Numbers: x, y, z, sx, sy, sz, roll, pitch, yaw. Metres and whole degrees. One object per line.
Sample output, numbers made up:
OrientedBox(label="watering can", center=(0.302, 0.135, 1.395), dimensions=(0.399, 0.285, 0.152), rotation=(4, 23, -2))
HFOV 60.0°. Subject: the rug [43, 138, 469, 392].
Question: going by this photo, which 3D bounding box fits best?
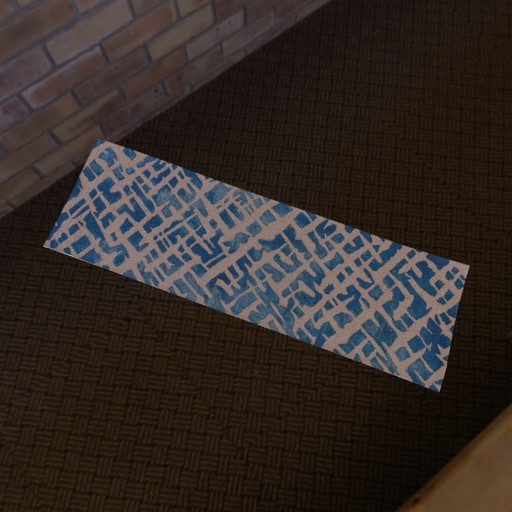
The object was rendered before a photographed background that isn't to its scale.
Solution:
OrientedBox(label="rug", center=(0.000, 0.000, 2.653), dimensions=(2.446, 0.011, 0.768), rotation=(20, 76, 5))
